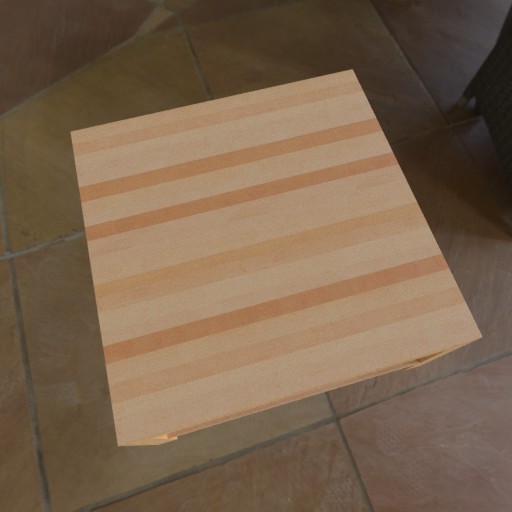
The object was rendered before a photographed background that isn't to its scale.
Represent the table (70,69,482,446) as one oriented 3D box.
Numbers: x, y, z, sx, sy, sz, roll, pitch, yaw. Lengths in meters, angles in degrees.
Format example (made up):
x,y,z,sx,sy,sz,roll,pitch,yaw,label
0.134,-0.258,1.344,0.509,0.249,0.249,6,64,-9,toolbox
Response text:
x,y,z,sx,sy,sz,roll,pitch,yaw,label
0.000,0.000,1.415,0.900,0.450,0.900,-15,68,-6,table
